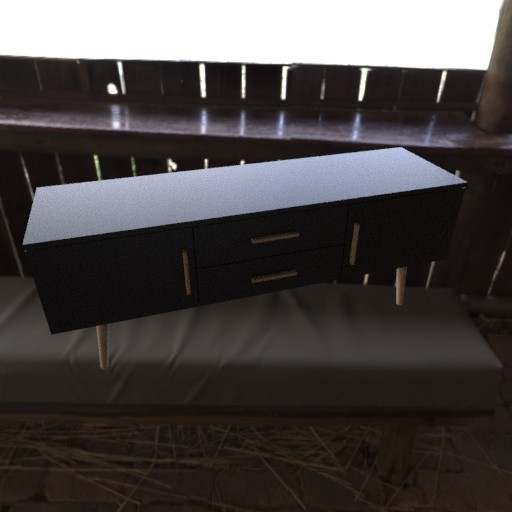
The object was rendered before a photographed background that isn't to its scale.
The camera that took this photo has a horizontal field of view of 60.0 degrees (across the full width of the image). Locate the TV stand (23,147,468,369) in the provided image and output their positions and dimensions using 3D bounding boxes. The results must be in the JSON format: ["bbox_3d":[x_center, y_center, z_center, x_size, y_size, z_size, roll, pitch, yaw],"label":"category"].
[{"bbox_3d":[0.000,0.000,1.531,1.312,0.518,0.390,-10,33,-15],"label":"TV stand"}]
